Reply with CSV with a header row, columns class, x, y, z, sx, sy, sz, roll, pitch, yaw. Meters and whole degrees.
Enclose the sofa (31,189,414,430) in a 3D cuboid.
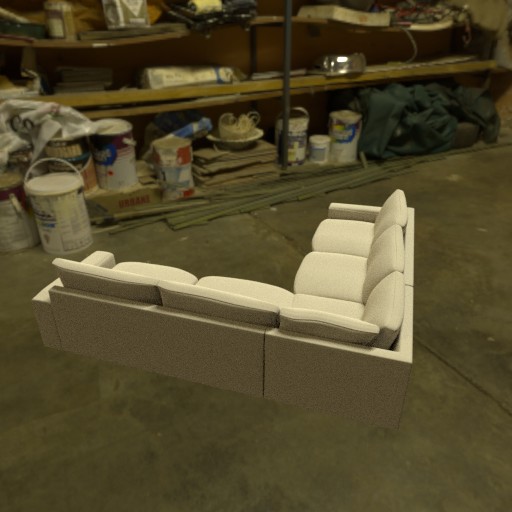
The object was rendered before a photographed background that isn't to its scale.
class,x,y,z,sx,sy,sz,roll,pitch,yaw
sofa,0.000,0.000,4.808,3.206,0.918,3.066,9,30,15
